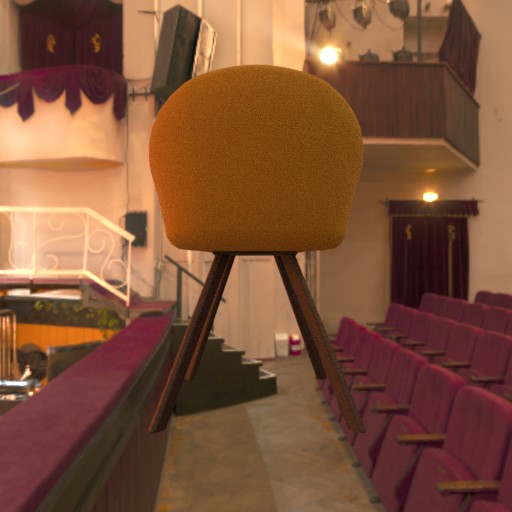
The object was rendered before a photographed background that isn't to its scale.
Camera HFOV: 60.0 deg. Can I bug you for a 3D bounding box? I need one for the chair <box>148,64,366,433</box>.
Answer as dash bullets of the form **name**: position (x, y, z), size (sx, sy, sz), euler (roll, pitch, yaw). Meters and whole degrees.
- **chair**: position (0.000, 0.000, 1.157), size (0.545, 0.775, 0.565), euler (0, -1, 0)
